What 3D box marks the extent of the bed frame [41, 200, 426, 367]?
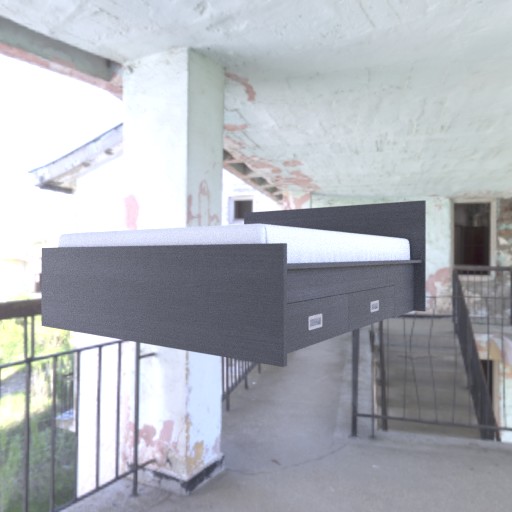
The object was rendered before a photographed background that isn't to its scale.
[{"bbox_3d":[0.000,0.000,2.869,1.622,0.800,1.960,0,0,35],"label":"bed frame"}]
